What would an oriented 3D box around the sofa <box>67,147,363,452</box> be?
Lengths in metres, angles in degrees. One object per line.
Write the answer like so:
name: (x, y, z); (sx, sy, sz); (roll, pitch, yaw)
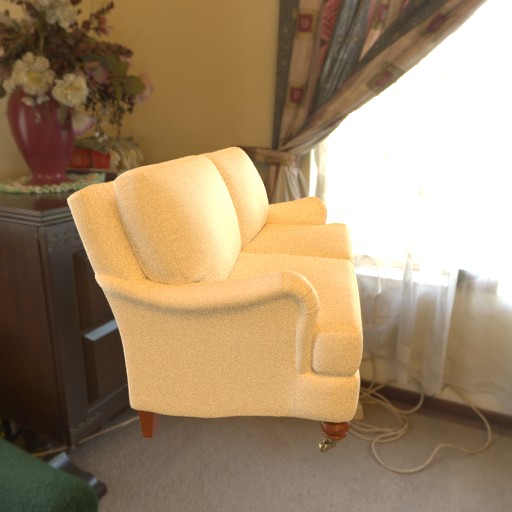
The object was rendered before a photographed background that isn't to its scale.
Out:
sofa: (0.000, 0.000, 2.451); (1.084, 1.101, 1.853); (3, 17, 9)
